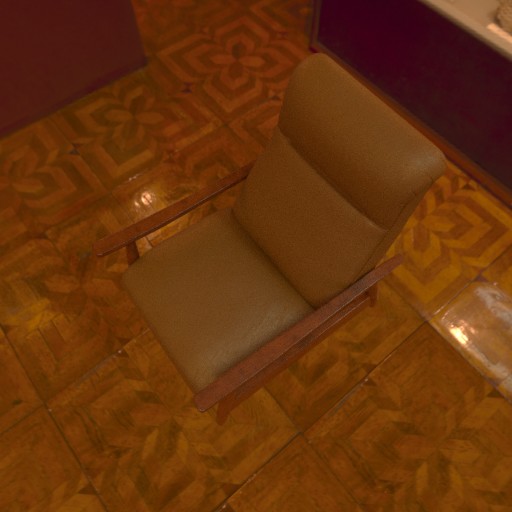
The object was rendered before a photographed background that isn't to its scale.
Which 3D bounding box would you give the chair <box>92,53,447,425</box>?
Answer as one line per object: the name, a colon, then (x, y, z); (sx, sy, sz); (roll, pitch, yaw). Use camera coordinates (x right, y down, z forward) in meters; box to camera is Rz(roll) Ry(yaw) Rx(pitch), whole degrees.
chair: (0.000, 0.000, 1.763); (1.014, 1.082, 0.762); (-34, 68, -16)
